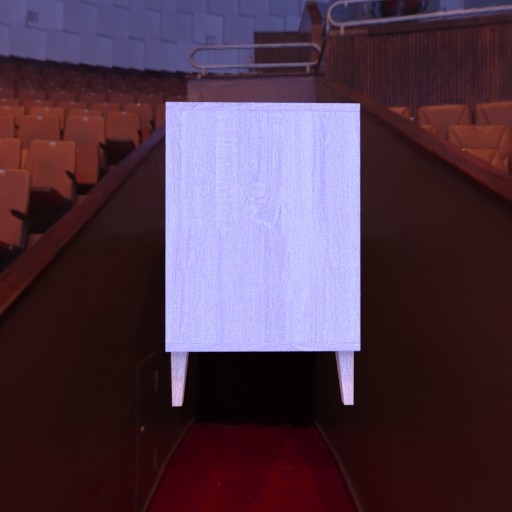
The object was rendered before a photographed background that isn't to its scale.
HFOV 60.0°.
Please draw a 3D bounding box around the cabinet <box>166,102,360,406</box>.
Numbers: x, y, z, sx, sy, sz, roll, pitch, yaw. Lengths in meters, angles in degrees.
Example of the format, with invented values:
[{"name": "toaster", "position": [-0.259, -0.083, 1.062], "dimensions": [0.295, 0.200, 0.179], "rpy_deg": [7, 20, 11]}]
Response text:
[{"name": "cabinet", "position": [0.000, 0.000, 1.963], "dimensions": [0.500, 0.780, 1.649], "rpy_deg": [0, 0, -1]}]
